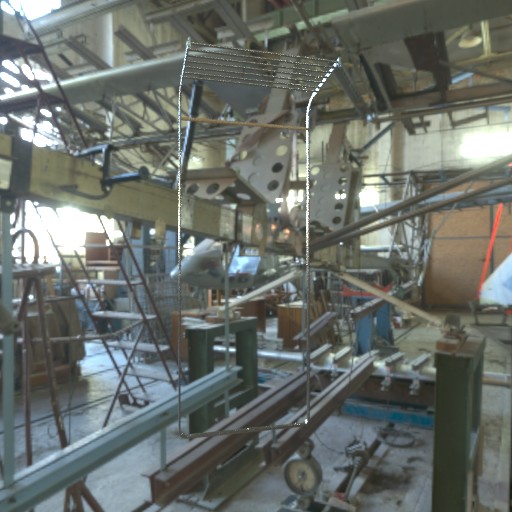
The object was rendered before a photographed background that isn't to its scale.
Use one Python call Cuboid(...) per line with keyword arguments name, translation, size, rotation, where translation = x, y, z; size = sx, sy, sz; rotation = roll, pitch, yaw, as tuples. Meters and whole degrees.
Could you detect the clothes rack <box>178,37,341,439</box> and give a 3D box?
Cuboid(name="clothes rack", translation=(0.000, 0.000, 1.838), size=(0.609, 1.574, 0.349), rotation=(0, -1, -15))
